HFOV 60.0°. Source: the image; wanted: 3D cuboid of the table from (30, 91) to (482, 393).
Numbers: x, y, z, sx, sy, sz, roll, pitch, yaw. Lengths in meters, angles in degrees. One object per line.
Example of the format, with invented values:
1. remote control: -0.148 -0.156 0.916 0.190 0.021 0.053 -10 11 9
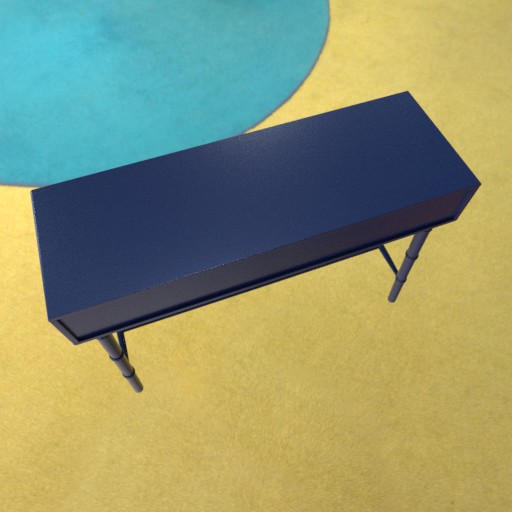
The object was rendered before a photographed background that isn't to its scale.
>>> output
1. table: 0.000 0.000 1.480 1.118 0.749 0.399 -18 61 -10
